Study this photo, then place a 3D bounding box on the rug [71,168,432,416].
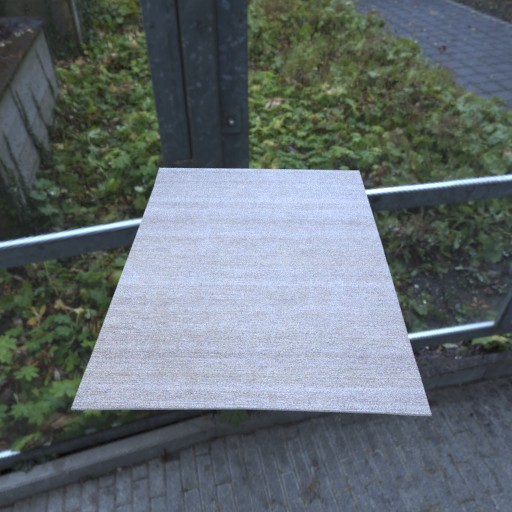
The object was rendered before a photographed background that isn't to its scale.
[{"bbox_3d":[0.000,0.000,4.228,2.467,0.046,3.245,1,41,1],"label":"rug"}]
